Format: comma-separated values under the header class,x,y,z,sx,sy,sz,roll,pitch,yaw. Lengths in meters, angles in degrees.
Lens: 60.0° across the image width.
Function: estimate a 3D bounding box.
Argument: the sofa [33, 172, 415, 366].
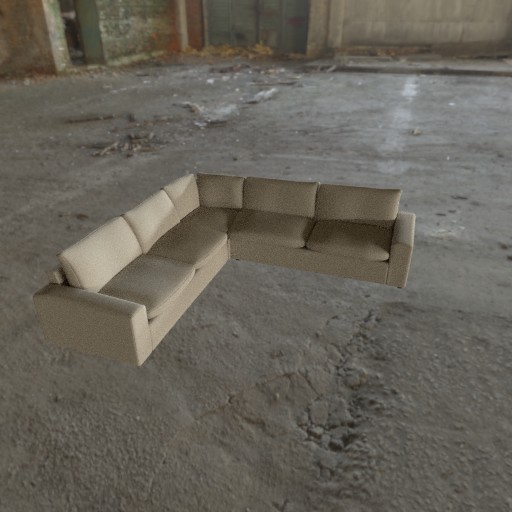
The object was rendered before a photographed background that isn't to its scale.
class,x,y,z,sx,sy,sz,roll,pitch,yaw
sofa,0.000,0.000,4.835,3.206,0.918,3.066,10,30,17
